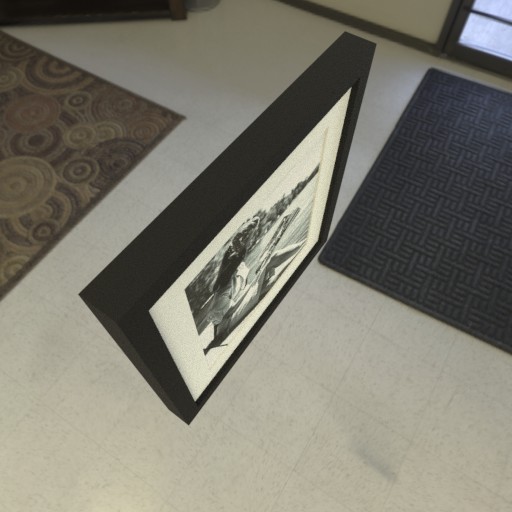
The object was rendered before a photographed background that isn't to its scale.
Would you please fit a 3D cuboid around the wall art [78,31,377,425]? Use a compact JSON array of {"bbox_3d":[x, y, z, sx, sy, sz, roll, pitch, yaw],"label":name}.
[{"bbox_3d":[0.000,0.000,0.443,0.030,0.305,0.308,31,64,17],"label":"wall art"}]
